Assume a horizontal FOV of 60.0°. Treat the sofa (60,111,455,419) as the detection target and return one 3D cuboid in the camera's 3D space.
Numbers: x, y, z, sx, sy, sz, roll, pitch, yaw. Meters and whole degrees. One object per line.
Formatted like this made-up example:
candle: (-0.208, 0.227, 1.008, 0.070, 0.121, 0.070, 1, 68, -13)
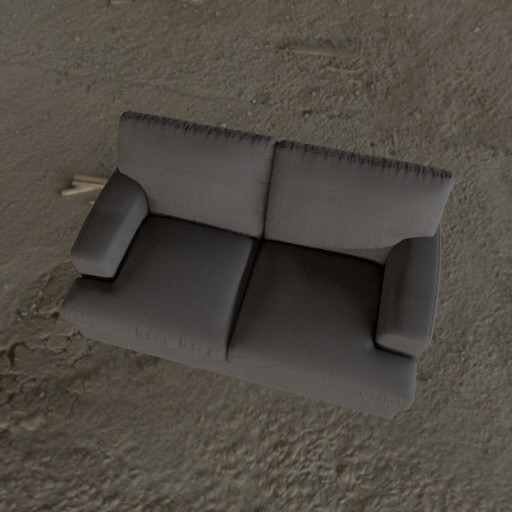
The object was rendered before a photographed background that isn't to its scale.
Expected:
sofa: (0.000, 0.000, 2.399, 1.880, 0.940, 1.143, 13, 58, 8)
